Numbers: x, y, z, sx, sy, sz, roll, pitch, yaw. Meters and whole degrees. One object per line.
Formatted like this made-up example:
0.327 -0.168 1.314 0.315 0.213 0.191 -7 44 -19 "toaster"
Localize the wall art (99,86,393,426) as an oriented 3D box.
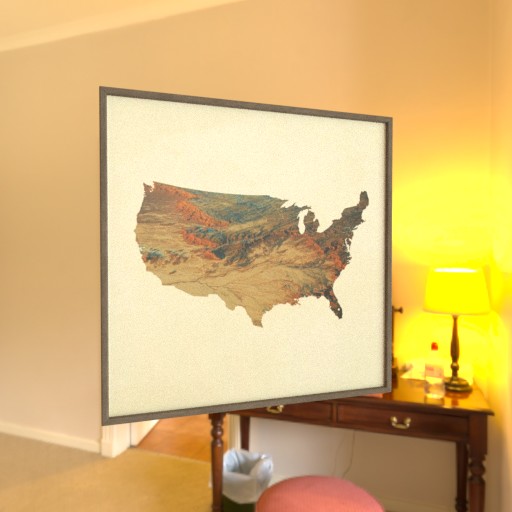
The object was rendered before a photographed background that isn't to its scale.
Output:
0.000 0.000 0.458 0.303 0.302 0.038 0 1 -18 "wall art"
